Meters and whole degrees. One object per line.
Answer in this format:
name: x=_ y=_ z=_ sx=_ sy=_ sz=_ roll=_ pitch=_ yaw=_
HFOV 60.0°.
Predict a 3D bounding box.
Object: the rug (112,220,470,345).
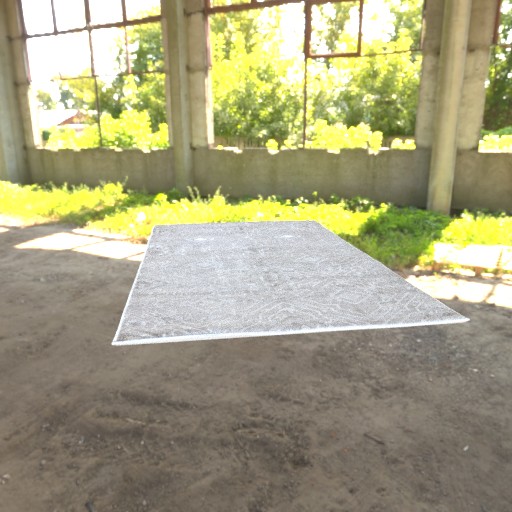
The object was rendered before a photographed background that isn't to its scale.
rug: x=0.000 y=0.000 z=3.009 sx=1.537 sy=0.036 sz=2.447 roll=-2 pitch=15 yaw=-8
